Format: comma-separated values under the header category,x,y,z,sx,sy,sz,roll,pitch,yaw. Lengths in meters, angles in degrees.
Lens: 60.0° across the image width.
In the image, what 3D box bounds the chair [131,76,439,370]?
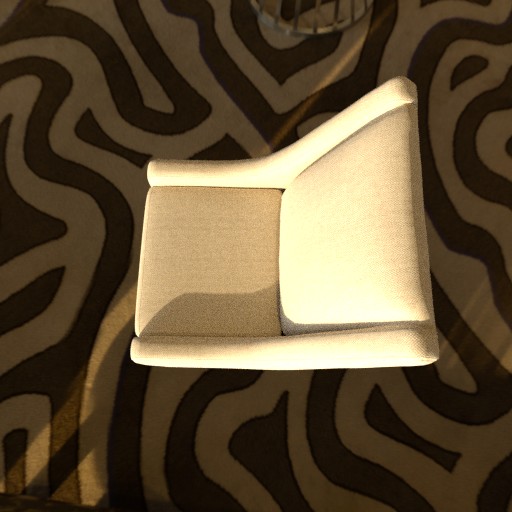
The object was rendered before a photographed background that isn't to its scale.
category,x,y,z,sx,sy,sz,roll,pitch,yaw
chair,0.000,0.000,1.573,0.870,1.014,0.774,1,75,0
